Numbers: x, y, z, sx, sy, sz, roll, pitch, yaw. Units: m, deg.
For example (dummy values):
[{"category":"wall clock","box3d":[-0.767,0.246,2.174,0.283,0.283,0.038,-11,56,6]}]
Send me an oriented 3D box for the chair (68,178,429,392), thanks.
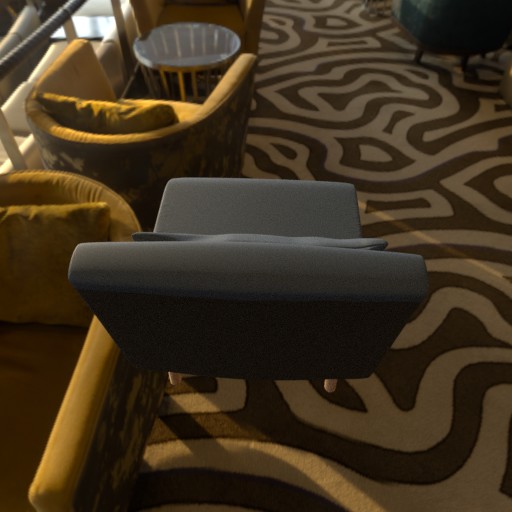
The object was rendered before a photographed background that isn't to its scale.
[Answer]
[{"category":"chair","box3d":[0.000,0.000,1.491,0.770,0.808,0.900,2,47,2]}]
